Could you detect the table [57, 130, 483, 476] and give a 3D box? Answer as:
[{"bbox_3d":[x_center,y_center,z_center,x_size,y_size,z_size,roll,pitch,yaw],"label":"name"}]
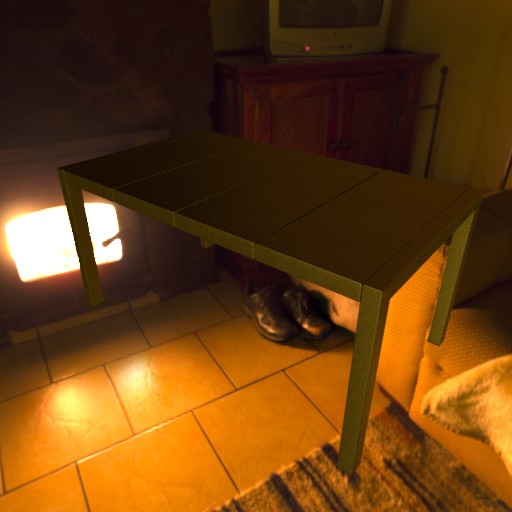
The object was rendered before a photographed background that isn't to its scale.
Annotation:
[{"bbox_3d":[0.000,0.000,1.258,0.965,0.460,0.559,22,36,33],"label":"table"}]
